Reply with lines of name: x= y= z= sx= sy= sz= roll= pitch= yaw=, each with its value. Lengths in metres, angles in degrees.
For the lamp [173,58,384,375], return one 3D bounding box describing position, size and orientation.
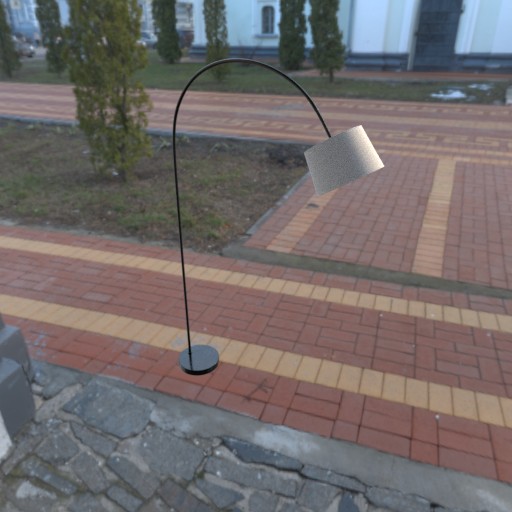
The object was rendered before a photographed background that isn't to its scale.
lamp: x=0.000 y=0.000 z=2.590 sx=1.363 sy=2.104 sz=0.331 roll=18 pitch=32 yaw=32
